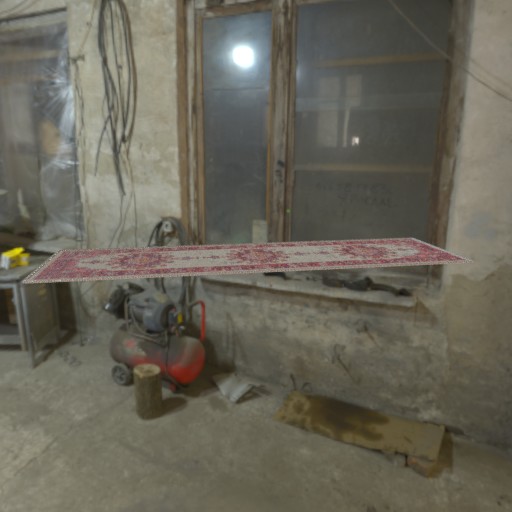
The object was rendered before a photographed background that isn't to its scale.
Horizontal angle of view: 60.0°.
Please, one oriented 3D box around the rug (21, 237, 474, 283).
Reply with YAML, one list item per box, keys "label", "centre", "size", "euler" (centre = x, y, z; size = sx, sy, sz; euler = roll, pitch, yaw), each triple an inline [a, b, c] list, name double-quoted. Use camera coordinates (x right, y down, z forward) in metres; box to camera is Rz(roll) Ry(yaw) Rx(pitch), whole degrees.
- label: "rug"
  centre: [0.000, 0.000, 2.527]
  size: [2.294, 0.011, 0.666]
  euler: [-2, 14, -9]
